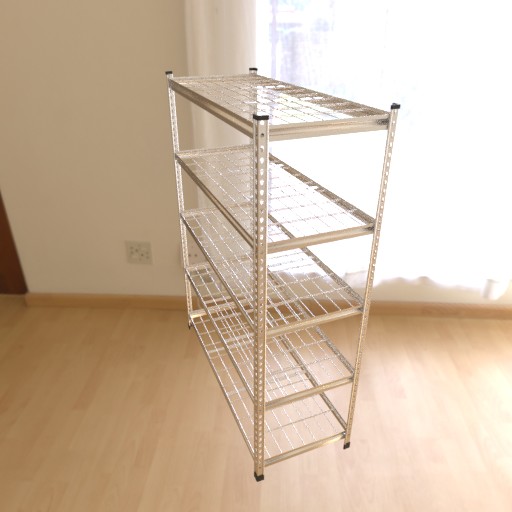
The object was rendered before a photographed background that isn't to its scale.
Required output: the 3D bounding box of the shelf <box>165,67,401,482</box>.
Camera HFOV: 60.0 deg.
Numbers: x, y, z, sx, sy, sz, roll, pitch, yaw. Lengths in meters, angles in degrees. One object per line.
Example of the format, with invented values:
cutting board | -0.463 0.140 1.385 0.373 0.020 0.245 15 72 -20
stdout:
shelf | 0.000 0.000 2.718 0.610 1.981 1.524 -11 30 -19
